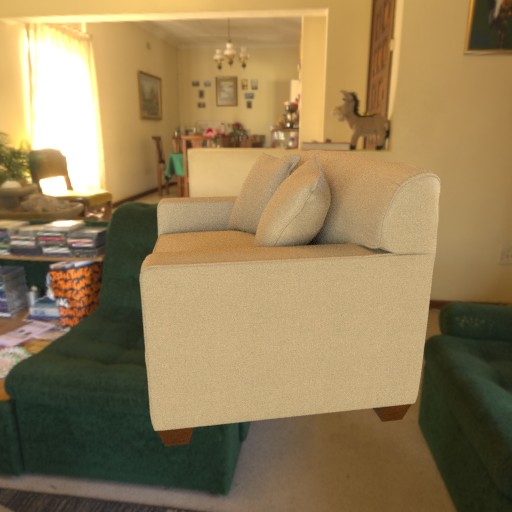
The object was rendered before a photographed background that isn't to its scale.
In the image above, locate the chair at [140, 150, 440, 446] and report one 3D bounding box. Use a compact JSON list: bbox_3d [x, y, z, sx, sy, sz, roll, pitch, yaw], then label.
[{"bbox_3d":[0.000,0.000,2.067,1.000,0.948,1.383,-3,16,-9],"label":"chair"}]
